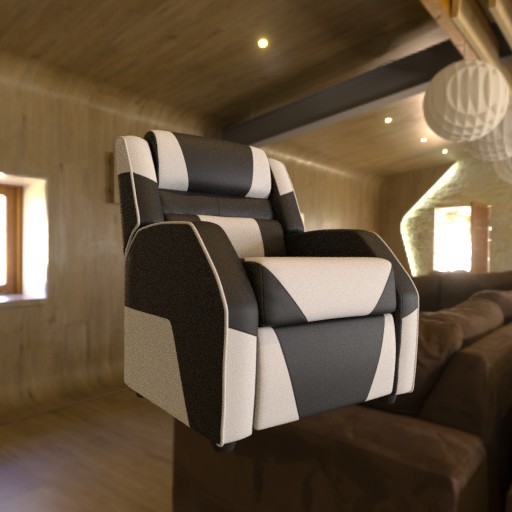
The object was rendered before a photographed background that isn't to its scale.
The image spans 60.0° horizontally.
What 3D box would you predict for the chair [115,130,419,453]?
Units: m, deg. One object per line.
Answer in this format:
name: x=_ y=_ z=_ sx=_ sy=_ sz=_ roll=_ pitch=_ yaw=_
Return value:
chair: x=0.000 y=0.000 z=1.278 sx=0.620 sy=0.805 sz=0.672 roll=0 pitch=0 yaw=-35
